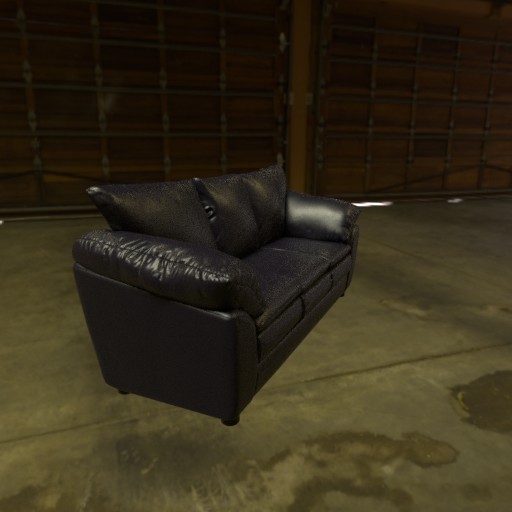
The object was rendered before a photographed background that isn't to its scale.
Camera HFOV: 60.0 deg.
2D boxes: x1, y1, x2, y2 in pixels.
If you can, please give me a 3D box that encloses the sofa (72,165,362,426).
[{"bbox_3d":[0.000,0.000,2.890,0.880,1.073,2.336,7,16,24],"label":"sofa"}]
